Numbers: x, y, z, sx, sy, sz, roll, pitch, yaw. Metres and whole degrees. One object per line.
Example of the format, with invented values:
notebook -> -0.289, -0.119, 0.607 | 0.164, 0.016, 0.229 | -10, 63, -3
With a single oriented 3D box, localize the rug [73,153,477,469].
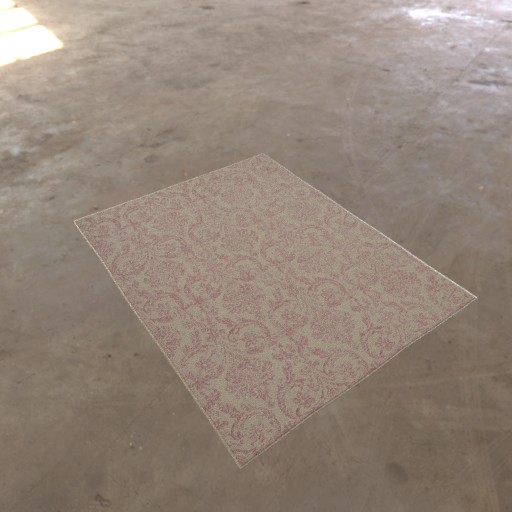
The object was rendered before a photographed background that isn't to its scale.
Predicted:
rug -> 0.000, 0.000, 4.040 | 2.363, 0.012, 2.980 | -26, 48, -26
